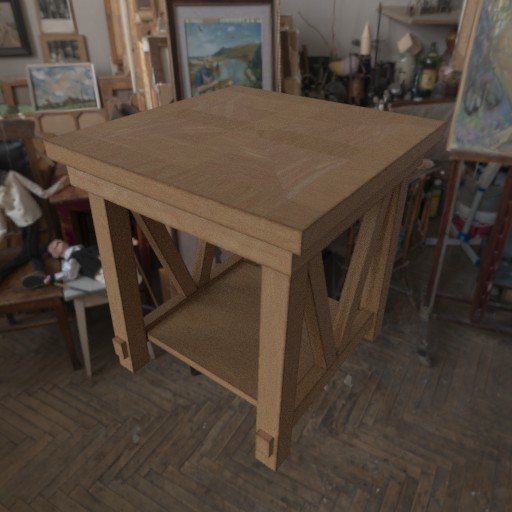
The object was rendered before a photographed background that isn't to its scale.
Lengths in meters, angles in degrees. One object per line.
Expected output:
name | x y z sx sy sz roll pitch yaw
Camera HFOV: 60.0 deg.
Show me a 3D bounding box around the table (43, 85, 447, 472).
table | 0.000 0.000 1.115 0.610 0.638 0.612 22 39 30
